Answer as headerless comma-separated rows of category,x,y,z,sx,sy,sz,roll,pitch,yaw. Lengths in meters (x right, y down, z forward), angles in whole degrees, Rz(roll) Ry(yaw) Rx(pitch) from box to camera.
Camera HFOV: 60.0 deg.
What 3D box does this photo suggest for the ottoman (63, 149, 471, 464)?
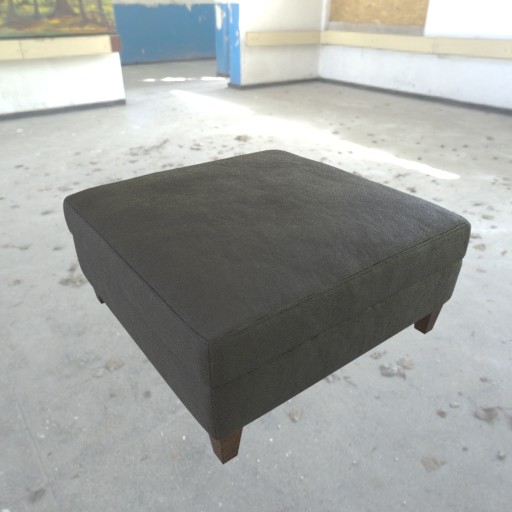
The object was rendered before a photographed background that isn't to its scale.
ottoman,0.000,0.000,1.294,0.836,0.415,0.844,-20,35,-31
